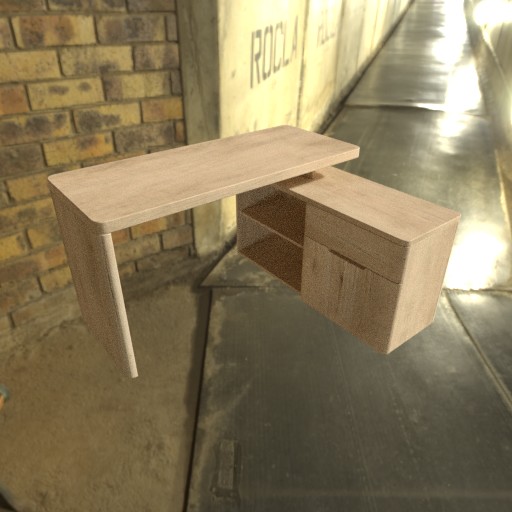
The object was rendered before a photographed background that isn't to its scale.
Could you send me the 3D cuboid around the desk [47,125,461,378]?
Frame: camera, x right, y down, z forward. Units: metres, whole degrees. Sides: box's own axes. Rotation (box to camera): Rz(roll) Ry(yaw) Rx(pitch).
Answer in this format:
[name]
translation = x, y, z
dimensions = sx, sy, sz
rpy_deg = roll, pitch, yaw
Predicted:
[desk]
translation = 0.000, 0.000, 2.086
dimensions = 1.400, 0.770, 1.175
rpy_deg = -22, 37, -32
